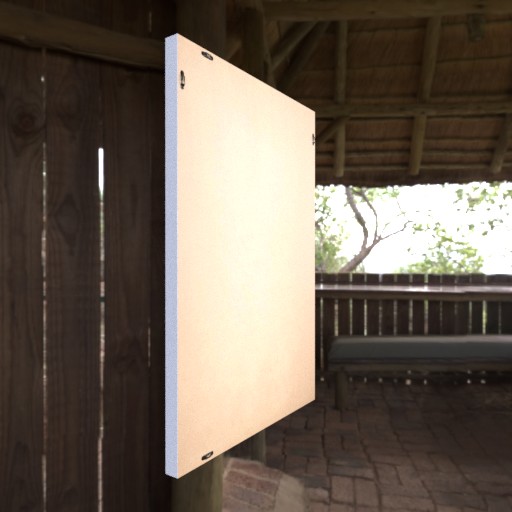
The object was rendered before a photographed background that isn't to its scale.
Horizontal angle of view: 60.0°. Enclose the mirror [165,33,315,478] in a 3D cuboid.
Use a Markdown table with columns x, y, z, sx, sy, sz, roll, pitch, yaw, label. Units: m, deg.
| x | y | z | sx | sy | sz | roll | pitch | yaw | label |
| --- | --- | --- | --- | --- | --- | --- | --- | --- | --- |
| 0.000 | 0.000 | 1.169 | 0.041 | 0.914 | 0.609 | 0 | 0 | 35 | mirror |
